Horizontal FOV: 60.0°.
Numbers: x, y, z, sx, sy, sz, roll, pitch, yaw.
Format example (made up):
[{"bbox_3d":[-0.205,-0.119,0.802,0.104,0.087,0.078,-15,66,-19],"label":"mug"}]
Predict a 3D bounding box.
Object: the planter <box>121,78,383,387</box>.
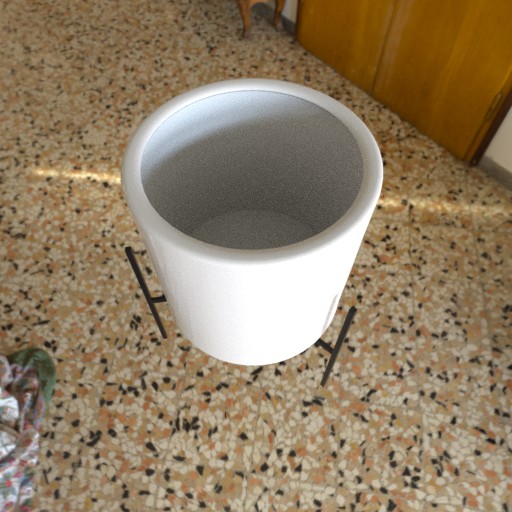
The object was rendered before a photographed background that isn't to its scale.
[{"bbox_3d":[0.000,0.000,0.661,0.307,0.431,0.308,15,58,10],"label":"planter"}]
